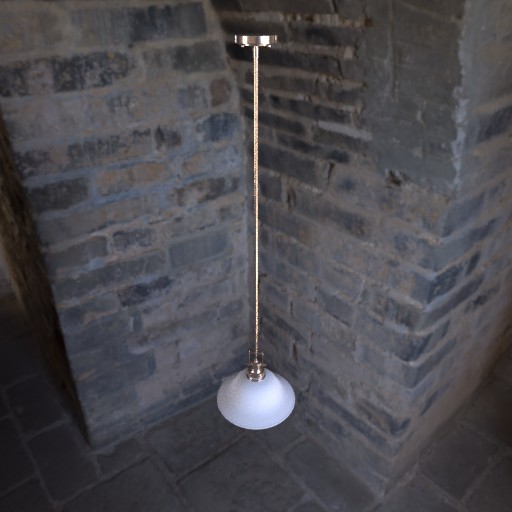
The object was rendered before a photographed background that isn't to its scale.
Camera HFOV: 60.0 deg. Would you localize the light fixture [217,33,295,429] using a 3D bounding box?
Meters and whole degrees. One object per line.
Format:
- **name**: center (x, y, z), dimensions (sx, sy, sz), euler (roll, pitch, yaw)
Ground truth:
- **light fixture**: center (0.000, 0.000, 1.512), dimensions (0.324, 1.354, 0.324), euler (2, 30, 3)
